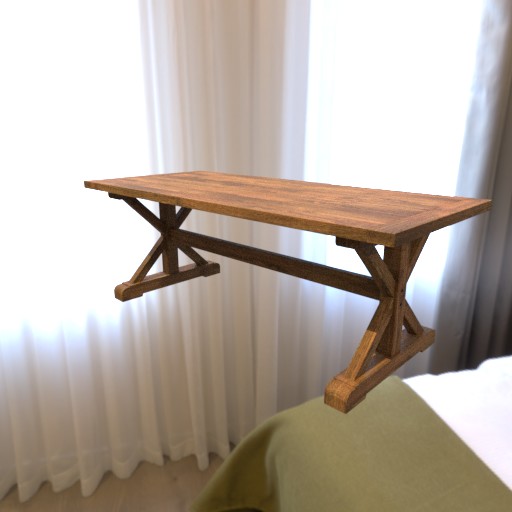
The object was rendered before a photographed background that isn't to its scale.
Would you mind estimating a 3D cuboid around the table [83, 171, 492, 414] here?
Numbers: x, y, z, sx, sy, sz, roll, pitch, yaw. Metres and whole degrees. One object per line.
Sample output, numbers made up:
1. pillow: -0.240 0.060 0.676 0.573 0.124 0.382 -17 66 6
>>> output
1. table: 0.000 0.000 2.424 2.031 0.733 0.907 15 22 42
